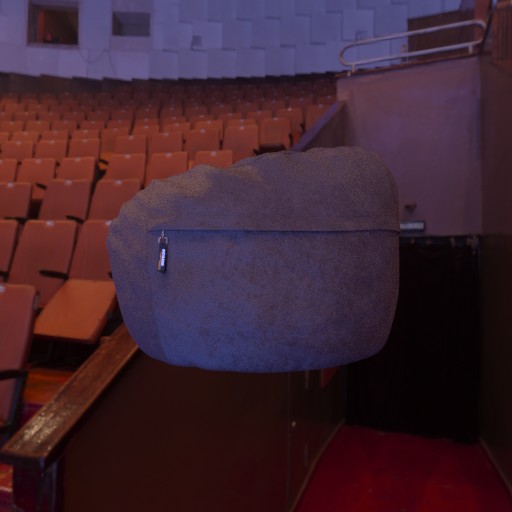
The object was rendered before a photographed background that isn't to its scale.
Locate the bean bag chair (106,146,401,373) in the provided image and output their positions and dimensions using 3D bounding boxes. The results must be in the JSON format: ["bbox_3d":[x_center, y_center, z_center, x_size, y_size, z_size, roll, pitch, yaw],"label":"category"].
[{"bbox_3d":[0.000,0.000,2.006,1.245,0.821,1.245,0,0,0],"label":"bean bag chair"}]
